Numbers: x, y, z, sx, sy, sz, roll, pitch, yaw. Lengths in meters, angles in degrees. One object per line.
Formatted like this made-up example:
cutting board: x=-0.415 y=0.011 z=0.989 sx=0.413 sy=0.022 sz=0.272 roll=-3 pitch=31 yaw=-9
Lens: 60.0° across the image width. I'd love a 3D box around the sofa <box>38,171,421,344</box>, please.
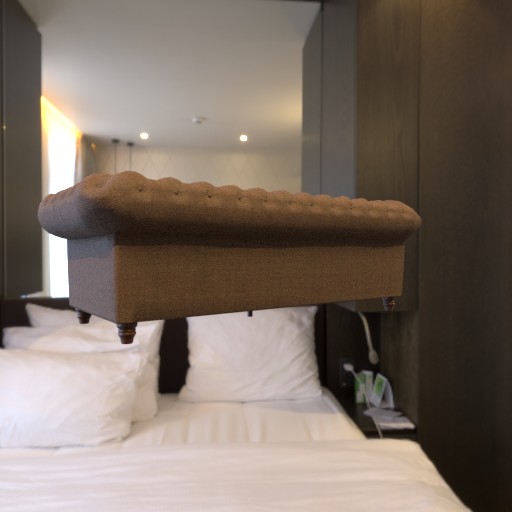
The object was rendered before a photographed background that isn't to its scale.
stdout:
sofa: x=0.000 y=0.000 z=2.824 sx=2.385 sy=0.787 sz=0.944 roll=0 pitch=1 yaw=-36
